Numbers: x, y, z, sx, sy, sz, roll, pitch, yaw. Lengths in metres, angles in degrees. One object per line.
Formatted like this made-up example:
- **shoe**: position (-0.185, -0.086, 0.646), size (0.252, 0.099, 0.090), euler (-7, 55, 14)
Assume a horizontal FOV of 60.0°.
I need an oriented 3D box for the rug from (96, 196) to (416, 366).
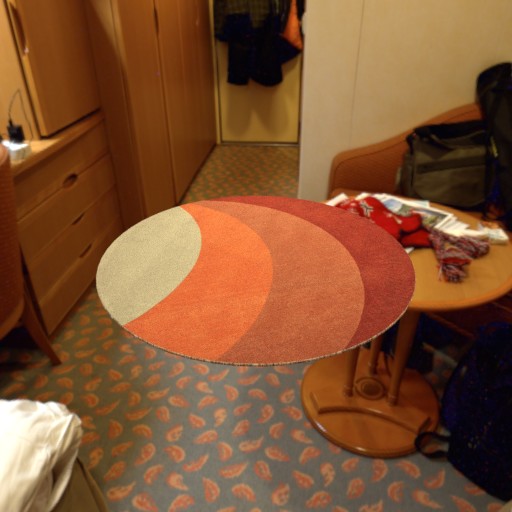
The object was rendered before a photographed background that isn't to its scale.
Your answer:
- **rug**: position (0.000, 0.000, 2.197), size (1.514, 0.015, 1.514), euler (0, 30, 0)
